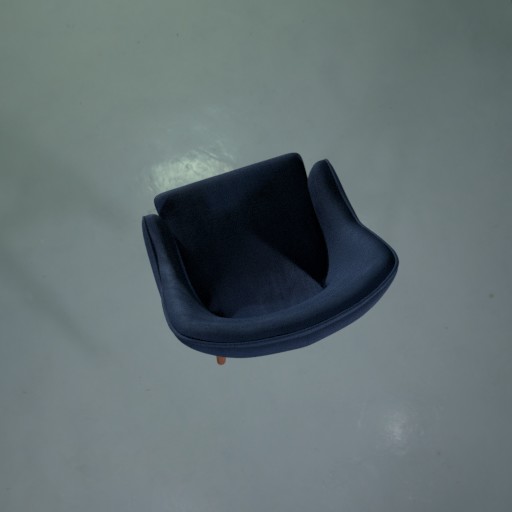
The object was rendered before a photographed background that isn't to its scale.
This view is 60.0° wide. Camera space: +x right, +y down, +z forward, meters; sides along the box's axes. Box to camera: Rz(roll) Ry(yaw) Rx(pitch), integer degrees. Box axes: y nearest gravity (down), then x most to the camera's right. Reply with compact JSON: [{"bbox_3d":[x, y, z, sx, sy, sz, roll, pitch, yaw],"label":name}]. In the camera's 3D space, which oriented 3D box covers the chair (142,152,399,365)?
[{"bbox_3d":[0.000,0.000,1.268,0.559,0.844,0.591,-18,75,-5],"label":"chair"}]
